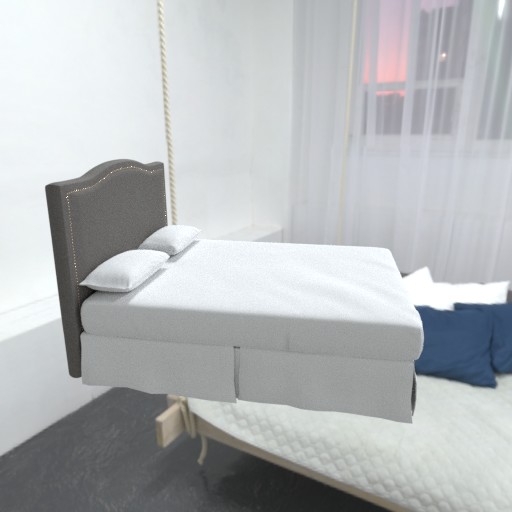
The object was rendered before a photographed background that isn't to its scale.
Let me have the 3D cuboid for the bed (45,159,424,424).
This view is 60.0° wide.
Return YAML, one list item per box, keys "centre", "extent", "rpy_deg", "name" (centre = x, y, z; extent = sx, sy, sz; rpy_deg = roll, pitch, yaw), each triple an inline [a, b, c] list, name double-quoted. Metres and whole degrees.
- centre: [0.000, 0.000, 3.437]
  extent: [2.282, 1.436, 1.821]
  rpy_deg: [3, 17, 10]
  name: "bed"
